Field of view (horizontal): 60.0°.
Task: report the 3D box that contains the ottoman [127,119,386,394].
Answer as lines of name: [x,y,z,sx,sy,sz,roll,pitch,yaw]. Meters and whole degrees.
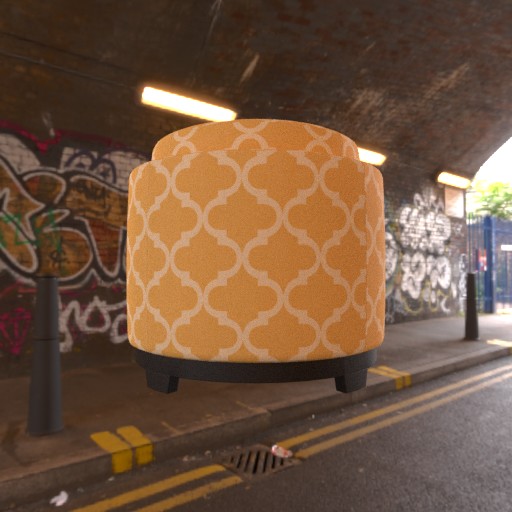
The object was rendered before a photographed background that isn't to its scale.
ottoman: [0.000,0.000,0.856,0.480,0.429,0.480,0,-2,0]
